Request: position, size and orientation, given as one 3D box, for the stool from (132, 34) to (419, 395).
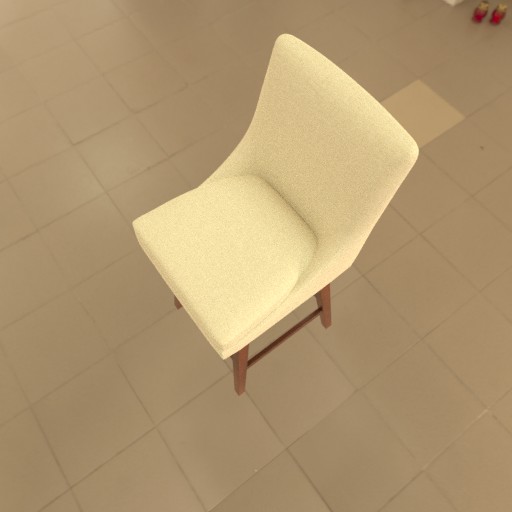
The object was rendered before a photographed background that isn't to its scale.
[{"bbox_3d":[0.000,0.000,1.387,0.559,1.097,0.470,-34,69,-15],"label":"stool"}]
